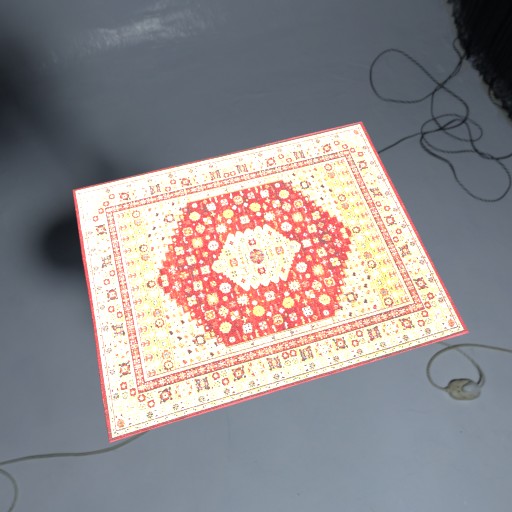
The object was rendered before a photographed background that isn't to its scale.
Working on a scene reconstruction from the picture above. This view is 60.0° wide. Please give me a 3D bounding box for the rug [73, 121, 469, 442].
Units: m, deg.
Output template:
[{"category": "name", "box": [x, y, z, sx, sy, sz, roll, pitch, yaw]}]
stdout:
[{"category": "rug", "box": [0.000, 0.000, 4.052, 3.053, 0.013, 2.387, -15, 66, -7]}]
